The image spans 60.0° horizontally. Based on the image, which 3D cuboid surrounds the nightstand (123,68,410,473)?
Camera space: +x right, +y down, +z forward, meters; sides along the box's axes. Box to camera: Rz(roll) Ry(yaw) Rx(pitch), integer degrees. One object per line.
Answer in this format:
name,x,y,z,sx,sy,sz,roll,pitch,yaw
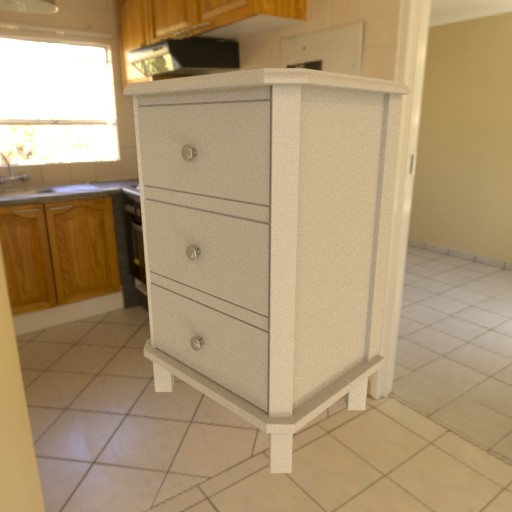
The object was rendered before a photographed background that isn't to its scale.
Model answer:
nightstand,0.000,0.000,0.935,0.450,0.680,0.350,15,23,42
